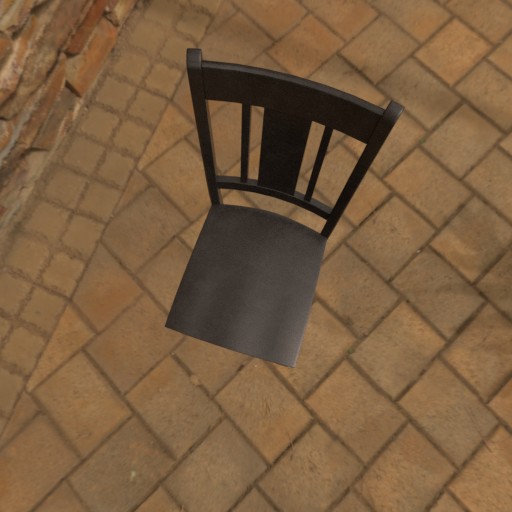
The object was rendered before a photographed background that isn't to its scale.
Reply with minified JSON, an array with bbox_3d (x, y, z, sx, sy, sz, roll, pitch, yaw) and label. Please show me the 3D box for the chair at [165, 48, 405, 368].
[{"bbox_3d":[0.000,0.000,1.302,0.450,0.998,0.555,17,77,4],"label":"chair"}]
